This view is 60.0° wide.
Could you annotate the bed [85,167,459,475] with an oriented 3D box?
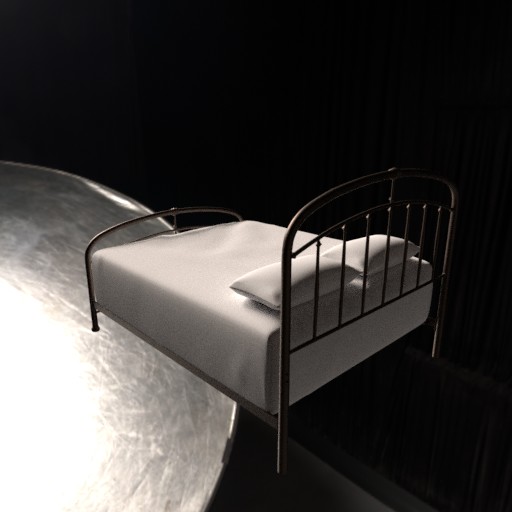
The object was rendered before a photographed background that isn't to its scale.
[{"bbox_3d":[0.000,0.000,3.265,1.711,1.425,2.180,-15,22,-41],"label":"bed"}]
